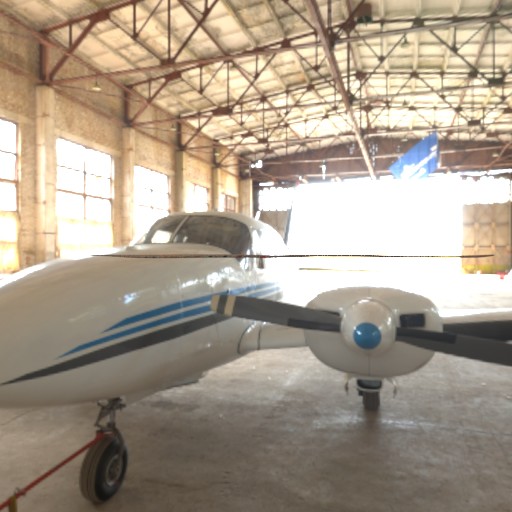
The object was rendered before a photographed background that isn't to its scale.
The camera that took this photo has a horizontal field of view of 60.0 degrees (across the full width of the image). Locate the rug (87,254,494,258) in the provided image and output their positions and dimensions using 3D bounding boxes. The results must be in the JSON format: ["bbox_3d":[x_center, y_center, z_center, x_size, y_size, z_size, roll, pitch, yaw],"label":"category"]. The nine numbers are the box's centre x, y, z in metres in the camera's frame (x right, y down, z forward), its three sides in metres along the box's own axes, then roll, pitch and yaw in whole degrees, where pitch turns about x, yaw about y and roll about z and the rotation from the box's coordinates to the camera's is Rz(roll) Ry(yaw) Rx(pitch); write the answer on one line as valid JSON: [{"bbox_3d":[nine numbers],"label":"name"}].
[{"bbox_3d":[0.000,0.000,2.300,1.220,0.017,1.835,0,0,-35],"label":"rug"}]
